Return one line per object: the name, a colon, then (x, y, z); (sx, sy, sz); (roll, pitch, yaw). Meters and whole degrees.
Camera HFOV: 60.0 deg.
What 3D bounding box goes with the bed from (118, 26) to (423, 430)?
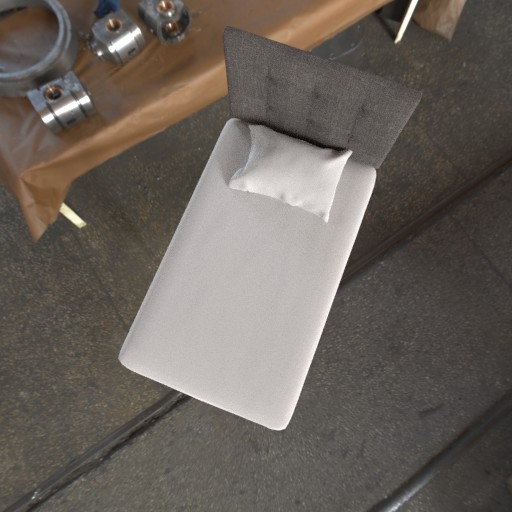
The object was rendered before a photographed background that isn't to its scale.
bed: (0.000, 0.000, 2.924); (1.261, 1.571, 1.997); (21, 77, 5)
